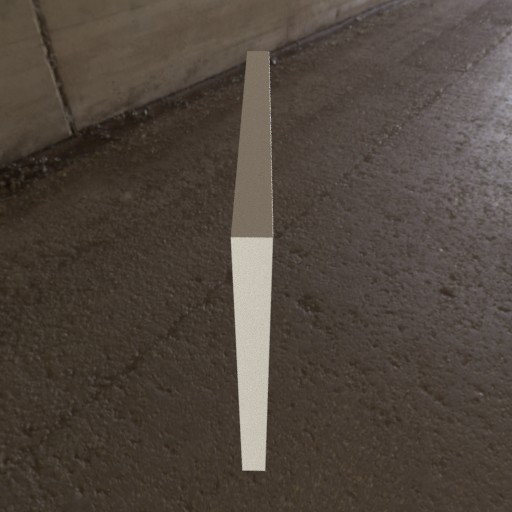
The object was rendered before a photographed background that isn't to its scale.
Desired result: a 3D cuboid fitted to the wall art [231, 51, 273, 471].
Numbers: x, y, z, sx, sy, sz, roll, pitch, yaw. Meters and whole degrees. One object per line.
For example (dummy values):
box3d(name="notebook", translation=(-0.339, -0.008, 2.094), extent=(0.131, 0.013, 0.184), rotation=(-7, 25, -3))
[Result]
box3d(name="wall art", translation=(0.000, 0.000, 0.755), extent=(0.038, 0.505, 0.506), rotation=(1, 42, 1))
